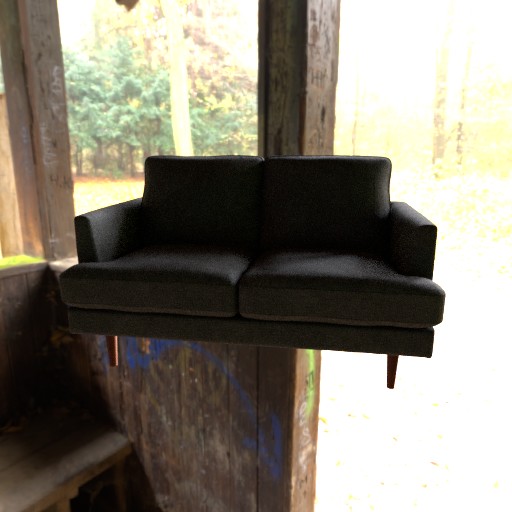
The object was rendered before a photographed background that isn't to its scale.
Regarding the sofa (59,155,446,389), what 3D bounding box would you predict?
[{"bbox_3d":[0.000,0.000,2.173,1.582,0.956,0.903,2,14,9],"label":"sofa"}]
